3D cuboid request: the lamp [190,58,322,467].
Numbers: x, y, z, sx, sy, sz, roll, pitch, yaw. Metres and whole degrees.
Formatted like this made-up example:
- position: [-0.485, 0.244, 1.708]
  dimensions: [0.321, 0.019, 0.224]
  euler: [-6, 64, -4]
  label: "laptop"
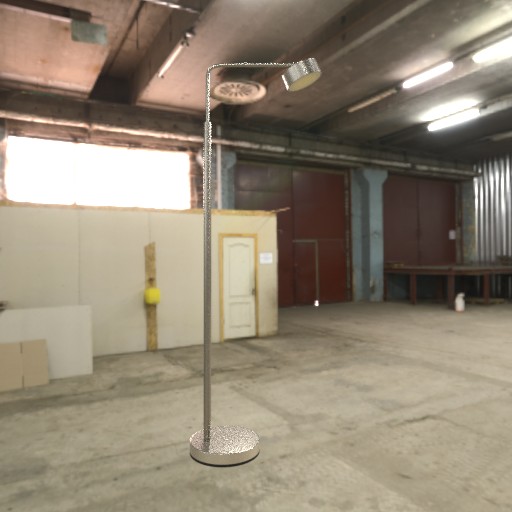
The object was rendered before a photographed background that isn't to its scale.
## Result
- position: [0.000, 0.000, 1.423]
  dimensions: [0.421, 1.250, 0.222]
  euler: [0, 0, -1]
  label: "lamp"
